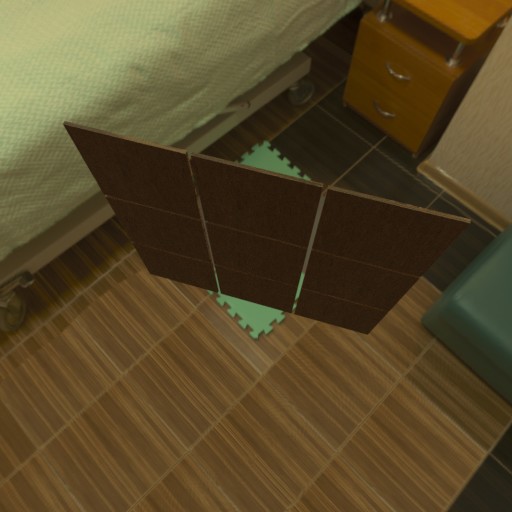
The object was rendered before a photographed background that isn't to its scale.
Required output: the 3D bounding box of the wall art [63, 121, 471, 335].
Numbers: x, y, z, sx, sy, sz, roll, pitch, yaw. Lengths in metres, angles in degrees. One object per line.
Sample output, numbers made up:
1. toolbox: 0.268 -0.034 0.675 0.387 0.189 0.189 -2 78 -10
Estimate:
1. wall art: 0.000 0.000 1.826 1.215 1.213 0.013 15 67 7
